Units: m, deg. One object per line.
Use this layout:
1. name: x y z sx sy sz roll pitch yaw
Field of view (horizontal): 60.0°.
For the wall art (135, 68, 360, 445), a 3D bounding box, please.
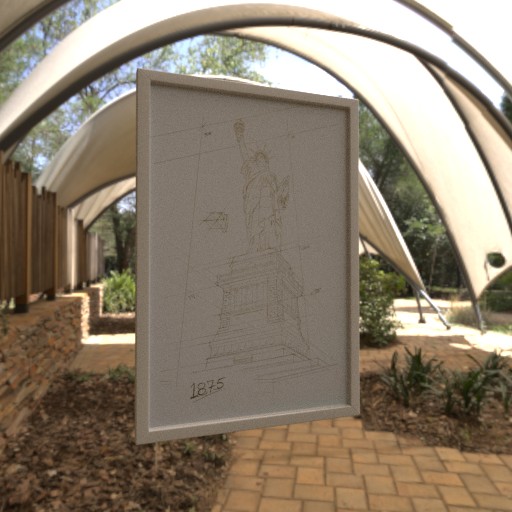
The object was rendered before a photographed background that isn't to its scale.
1. wall art: 0.000 0.000 1.059 0.556 0.813 0.026 0 -1 -20
